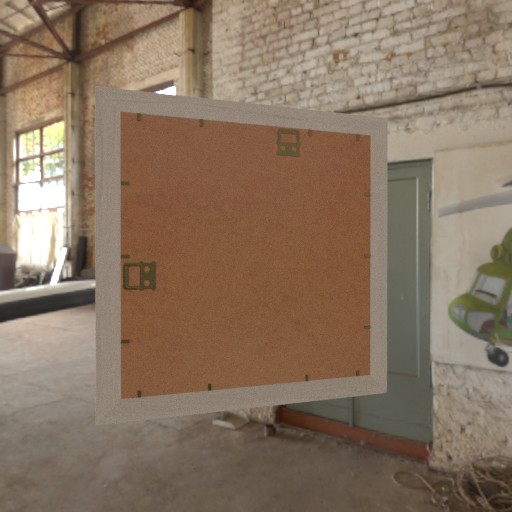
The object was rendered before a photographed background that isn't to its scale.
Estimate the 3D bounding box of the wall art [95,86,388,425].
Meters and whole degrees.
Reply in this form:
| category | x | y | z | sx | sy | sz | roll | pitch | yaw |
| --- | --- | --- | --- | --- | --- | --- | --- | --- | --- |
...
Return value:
| category | x | y | z | sx | sy | sz | roll | pitch | yaw |
| --- | --- | --- | --- | --- | --- | --- | --- | --- | --- |
| wall art | 0.000 | 0.000 | 0.858 | 0.584 | 0.584 | 0.013 | 0 | 0 | -18 |
